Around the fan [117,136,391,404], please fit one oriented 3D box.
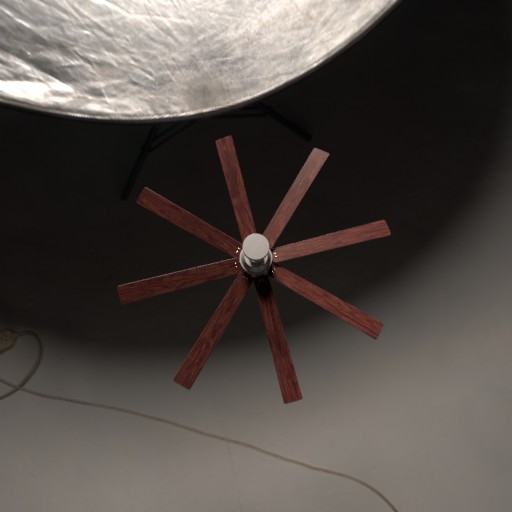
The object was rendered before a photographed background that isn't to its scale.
[{"bbox_3d":[0.000,0.000,2.788,1.830,0.472,1.830,-14,77,-3],"label":"fan"}]
